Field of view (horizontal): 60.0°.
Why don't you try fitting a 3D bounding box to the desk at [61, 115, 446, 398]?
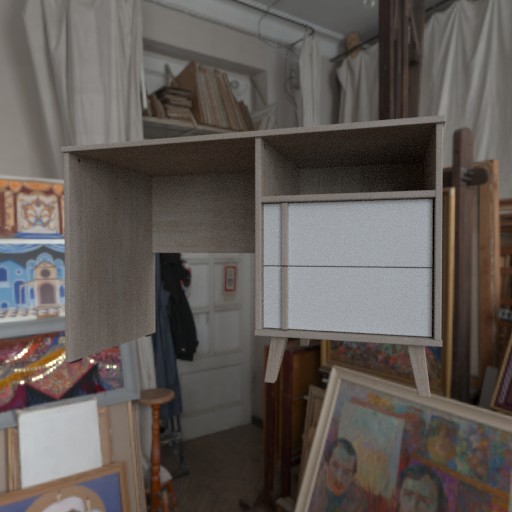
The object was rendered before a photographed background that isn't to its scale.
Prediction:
[{"bbox_3d":[0.000,0.000,1.664,1.251,0.770,0.600,0,1,17],"label":"desk"}]
